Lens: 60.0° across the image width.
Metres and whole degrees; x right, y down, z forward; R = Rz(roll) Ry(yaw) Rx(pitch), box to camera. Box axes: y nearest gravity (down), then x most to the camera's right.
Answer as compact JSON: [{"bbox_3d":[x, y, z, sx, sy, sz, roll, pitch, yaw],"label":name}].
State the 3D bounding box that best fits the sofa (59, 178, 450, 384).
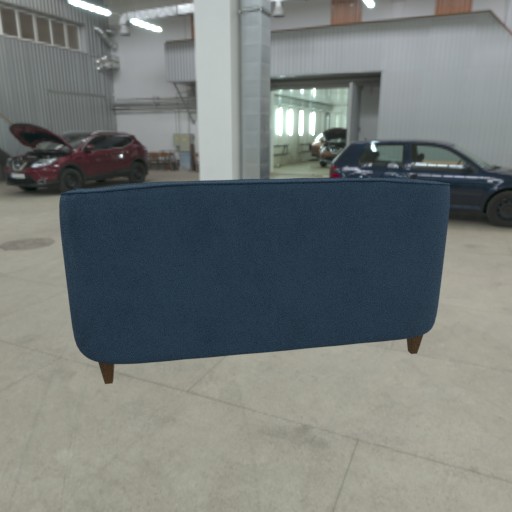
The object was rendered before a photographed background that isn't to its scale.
[{"bbox_3d":[0.000,0.000,2.248,1.733,0.854,0.941,-3,16,-10],"label":"sofa"}]
